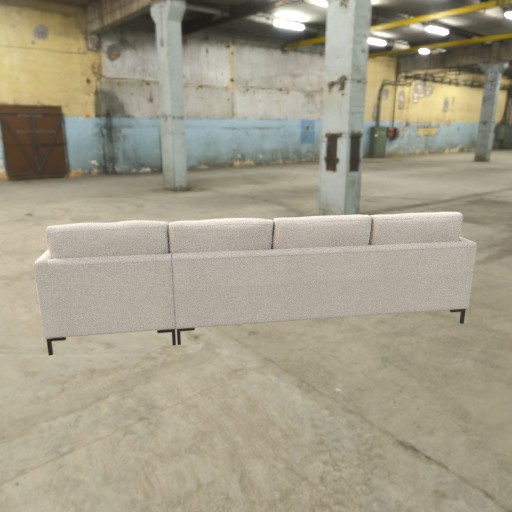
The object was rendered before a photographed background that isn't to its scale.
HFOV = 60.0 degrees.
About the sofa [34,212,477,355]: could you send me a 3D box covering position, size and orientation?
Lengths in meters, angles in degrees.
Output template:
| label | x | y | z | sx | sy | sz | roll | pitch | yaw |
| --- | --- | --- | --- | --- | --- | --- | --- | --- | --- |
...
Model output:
| label | x | y | z | sx | sy | sz | roll | pitch | yaw |
| --- | --- | --- | --- | --- | --- | --- | --- | --- | --- |
| sofa | 0.000 | 0.000 | 2.924 | 2.445 | 0.677 | 1.126 | -3 | 15 | -9 |
